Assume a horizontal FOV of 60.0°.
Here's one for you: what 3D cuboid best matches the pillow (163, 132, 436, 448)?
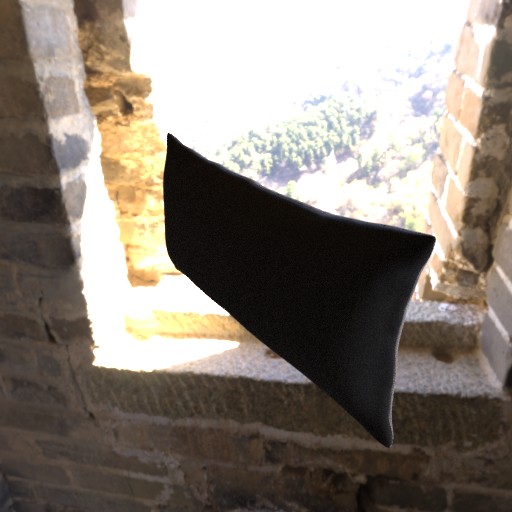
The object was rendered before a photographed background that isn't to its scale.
[{"bbox_3d":[0.000,0.000,0.723,0.151,0.305,0.609,-17,31,-32],"label":"pillow"}]
